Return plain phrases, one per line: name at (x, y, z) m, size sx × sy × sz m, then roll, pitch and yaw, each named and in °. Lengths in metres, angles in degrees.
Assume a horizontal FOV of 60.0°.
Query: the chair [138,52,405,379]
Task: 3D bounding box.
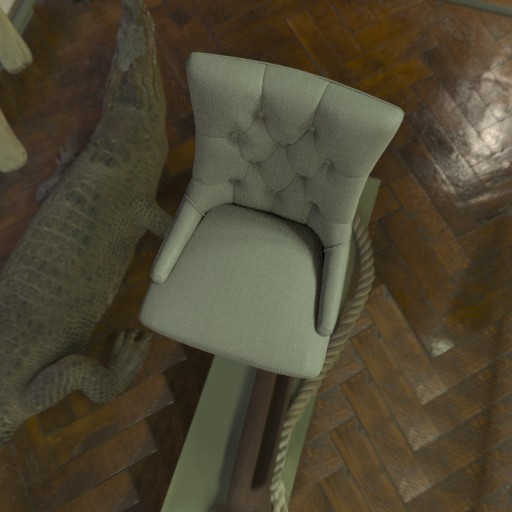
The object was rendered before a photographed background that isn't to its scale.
chair at (0.000, 0.000, 1.213) m, size 0.509 × 0.874 × 0.565 m, roll 17°, pitch 76°, yaw 4°
